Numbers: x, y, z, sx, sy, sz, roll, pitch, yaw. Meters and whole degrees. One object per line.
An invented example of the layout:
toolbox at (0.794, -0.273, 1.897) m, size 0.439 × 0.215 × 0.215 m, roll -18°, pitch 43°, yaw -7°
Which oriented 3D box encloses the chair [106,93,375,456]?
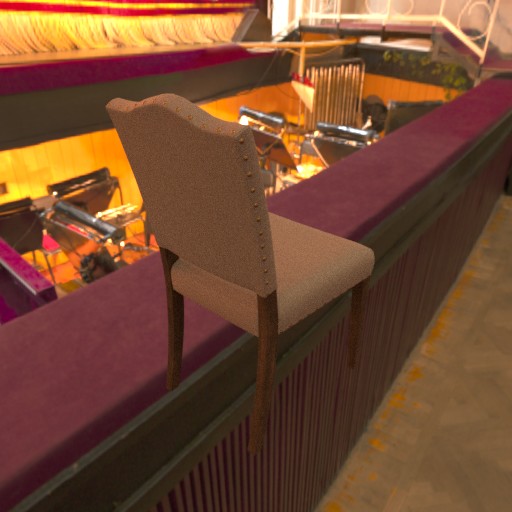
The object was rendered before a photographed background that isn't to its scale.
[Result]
chair at (0.000, 0.000, 1.363) m, size 0.508 × 1.020 × 0.620 m, roll 23°, pitch 37°, yaw 35°
